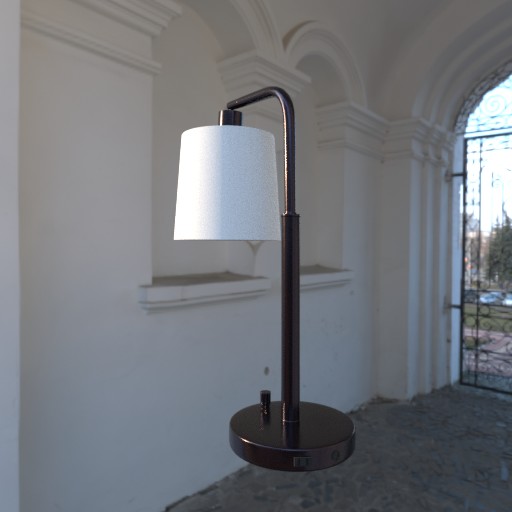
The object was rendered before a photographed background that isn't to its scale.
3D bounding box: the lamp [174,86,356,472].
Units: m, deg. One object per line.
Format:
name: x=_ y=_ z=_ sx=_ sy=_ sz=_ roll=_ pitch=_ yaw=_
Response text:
lamp: x=0.000 y=0.000 z=0.650 sx=0.171 sy=0.489 sz=0.333 roll=-1 pitch=1 yaw=-34
